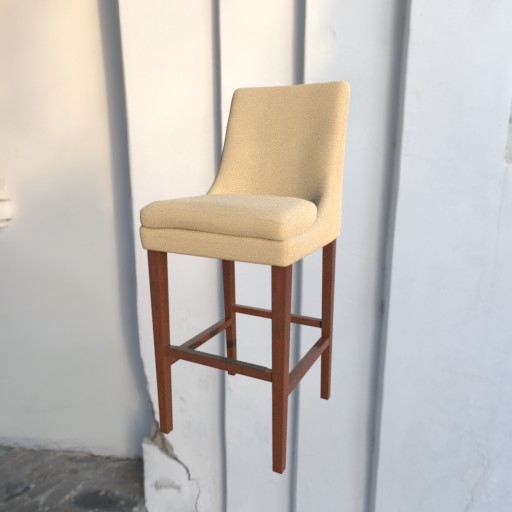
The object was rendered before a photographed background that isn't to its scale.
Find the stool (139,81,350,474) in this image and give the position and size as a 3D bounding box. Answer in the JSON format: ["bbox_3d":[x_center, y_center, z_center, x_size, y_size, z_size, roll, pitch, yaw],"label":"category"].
[{"bbox_3d":[0.000,0.000,1.402,0.470,1.078,0.577,7,15,26],"label":"stool"}]
